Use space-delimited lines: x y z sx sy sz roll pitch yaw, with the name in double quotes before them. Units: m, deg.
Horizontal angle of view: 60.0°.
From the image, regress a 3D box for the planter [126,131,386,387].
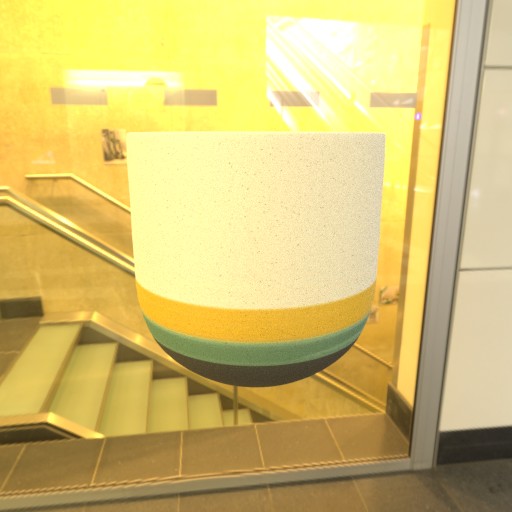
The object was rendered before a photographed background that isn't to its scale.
"planter" 0.000 0.000 0.505 0.268 0.270 0.268 0 15 0
